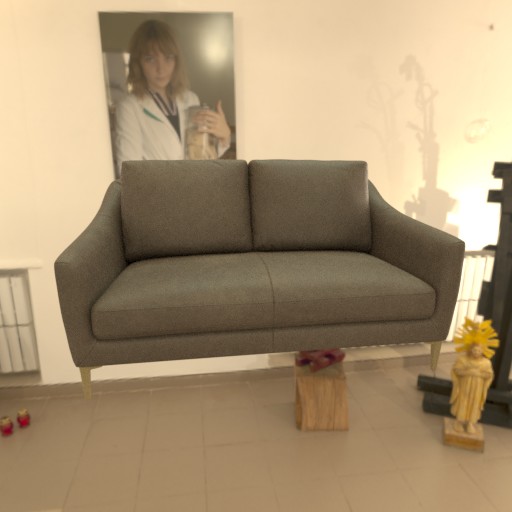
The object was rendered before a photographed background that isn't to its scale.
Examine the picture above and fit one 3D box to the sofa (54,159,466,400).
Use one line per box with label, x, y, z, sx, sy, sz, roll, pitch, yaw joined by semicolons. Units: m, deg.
sofa;0.000;0.000;2.176;1.619;0.902;0.960;-2;16;-8
